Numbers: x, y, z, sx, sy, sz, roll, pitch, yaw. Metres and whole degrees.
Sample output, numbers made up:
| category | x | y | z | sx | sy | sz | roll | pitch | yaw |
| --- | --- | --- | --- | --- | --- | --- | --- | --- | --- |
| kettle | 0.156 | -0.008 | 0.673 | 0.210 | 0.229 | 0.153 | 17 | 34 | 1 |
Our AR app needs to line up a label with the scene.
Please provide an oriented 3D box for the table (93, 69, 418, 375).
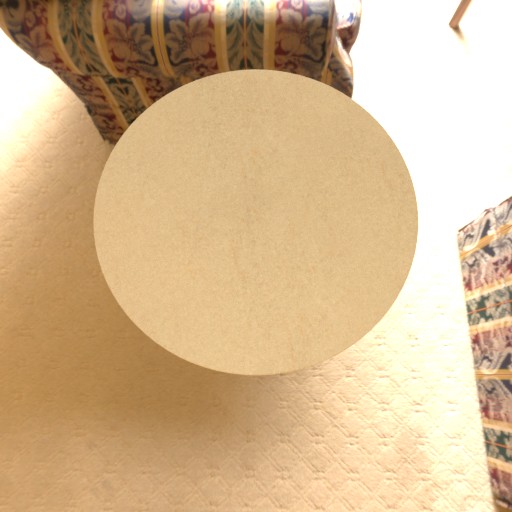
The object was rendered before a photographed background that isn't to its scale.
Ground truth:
| category | x | y | z | sx | sy | sz | roll | pitch | yaw |
| --- | --- | --- | --- | --- | --- | --- | --- | --- | --- |
| table | 0.000 | 0.000 | 0.955 | 0.500 | 0.564 | 0.500 | 0 | 75 | 0 |
